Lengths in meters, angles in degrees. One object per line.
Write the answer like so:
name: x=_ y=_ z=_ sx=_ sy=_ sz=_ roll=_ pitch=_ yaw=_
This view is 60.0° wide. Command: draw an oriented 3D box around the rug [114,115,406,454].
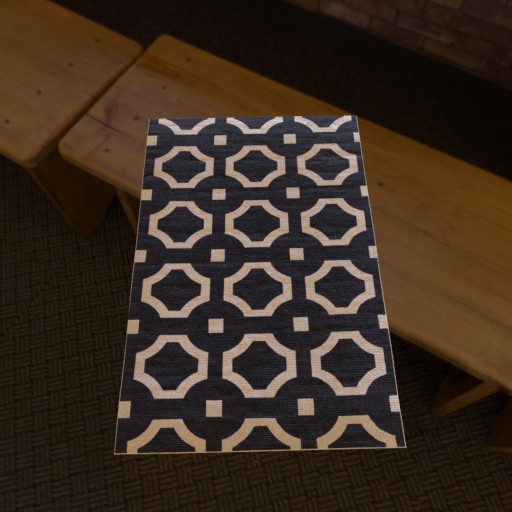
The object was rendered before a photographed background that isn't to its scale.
rug: x=0.000 y=0.000 z=2.833 sx=1.555 sy=0.016 sz=2.286 roll=-1 pitch=65 yaw=-1
